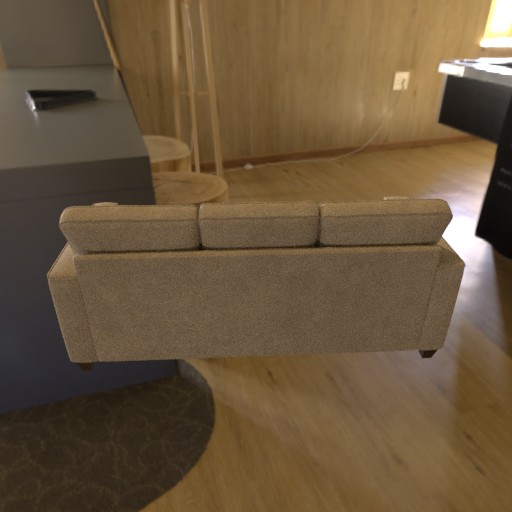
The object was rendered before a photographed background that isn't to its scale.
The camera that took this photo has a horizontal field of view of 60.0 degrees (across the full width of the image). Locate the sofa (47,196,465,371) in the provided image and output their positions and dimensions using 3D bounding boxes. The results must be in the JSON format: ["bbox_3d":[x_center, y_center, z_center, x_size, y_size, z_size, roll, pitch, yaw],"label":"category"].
[{"bbox_3d":[0.000,0.000,2.693,2.133,0.965,0.939,-2,30,-3],"label":"sofa"}]
